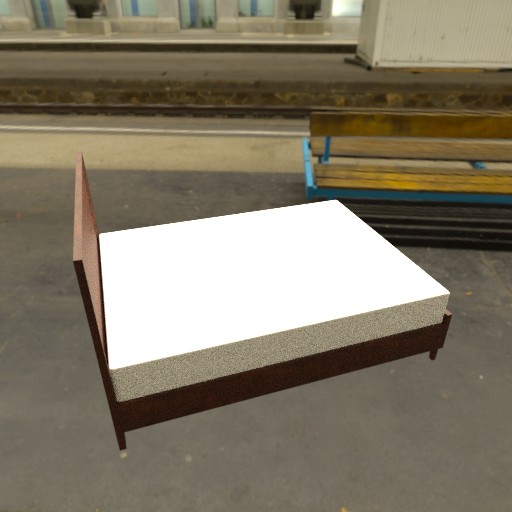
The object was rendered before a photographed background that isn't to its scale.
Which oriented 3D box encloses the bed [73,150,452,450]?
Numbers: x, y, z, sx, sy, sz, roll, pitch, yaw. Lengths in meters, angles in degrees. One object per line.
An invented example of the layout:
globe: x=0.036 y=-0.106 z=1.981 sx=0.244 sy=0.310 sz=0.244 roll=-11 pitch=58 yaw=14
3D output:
bed: x=0.000 y=0.000 z=3.159 sx=2.184 sy=1.270 sz=1.600 roll=-10 pitch=32 yaw=-16
